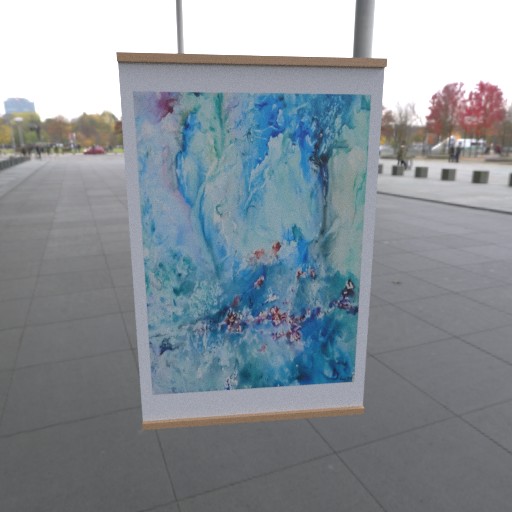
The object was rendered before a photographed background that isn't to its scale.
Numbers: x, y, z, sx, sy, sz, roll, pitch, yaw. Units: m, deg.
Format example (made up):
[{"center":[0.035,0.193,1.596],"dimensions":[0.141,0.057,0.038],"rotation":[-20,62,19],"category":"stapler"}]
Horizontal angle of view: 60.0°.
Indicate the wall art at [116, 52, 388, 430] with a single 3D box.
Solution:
[{"center":[0.000,0.000,0.732],"dimensions":[0.401,0.611,0.016],"rotation":[-2,14,-7],"category":"wall art"}]
